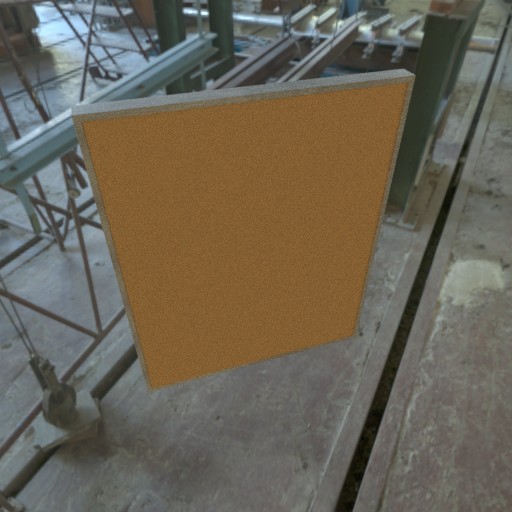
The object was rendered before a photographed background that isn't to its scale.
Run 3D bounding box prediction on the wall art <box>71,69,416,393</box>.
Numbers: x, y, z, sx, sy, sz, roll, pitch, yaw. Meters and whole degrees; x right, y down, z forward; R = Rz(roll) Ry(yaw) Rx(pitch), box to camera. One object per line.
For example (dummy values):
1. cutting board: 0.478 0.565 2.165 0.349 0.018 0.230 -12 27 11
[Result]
1. wall art: 0.000 0.000 0.698 0.421 0.521 0.032 -12 42 -14
